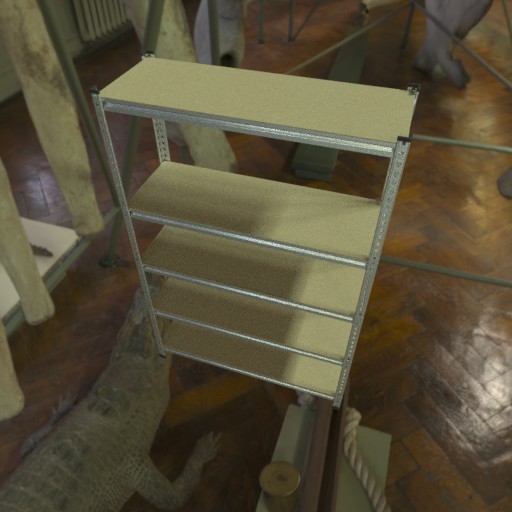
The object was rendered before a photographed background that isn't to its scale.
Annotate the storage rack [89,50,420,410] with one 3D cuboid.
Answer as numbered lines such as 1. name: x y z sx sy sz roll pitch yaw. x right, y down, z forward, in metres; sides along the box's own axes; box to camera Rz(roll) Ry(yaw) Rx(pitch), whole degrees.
1. storage rack: 0.000 0.000 2.362 1.219 1.829 0.457 13 45 13
